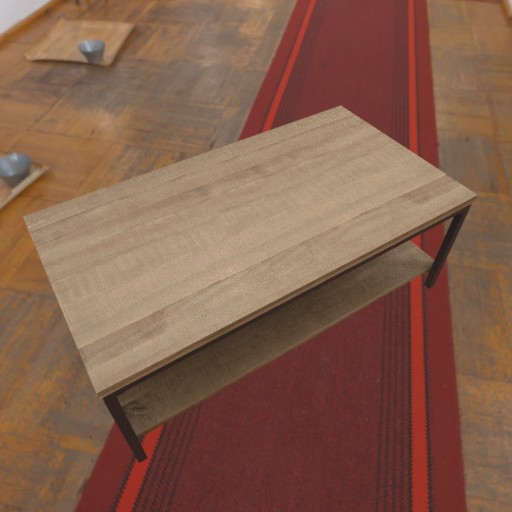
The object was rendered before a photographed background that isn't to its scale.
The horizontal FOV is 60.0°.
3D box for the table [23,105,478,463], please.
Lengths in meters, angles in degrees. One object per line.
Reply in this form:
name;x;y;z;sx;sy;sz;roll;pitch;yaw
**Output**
table;0.000;0.000;1.316;1.062;0.393;0.574;-25;52;-21
